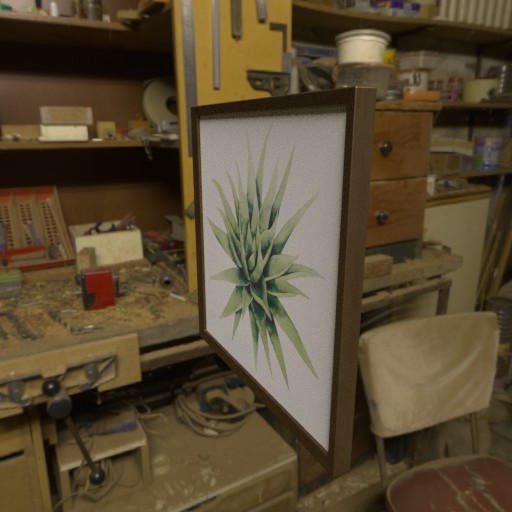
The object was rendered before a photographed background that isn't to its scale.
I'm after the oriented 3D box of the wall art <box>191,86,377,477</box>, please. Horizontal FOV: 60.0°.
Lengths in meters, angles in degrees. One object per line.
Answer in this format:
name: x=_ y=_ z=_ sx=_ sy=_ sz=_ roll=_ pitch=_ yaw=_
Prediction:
wall art: x=0.000 y=0.000 z=0.760 sx=0.030 sy=0.506 sz=0.503 roll=-8 pitch=18 yaw=-27
